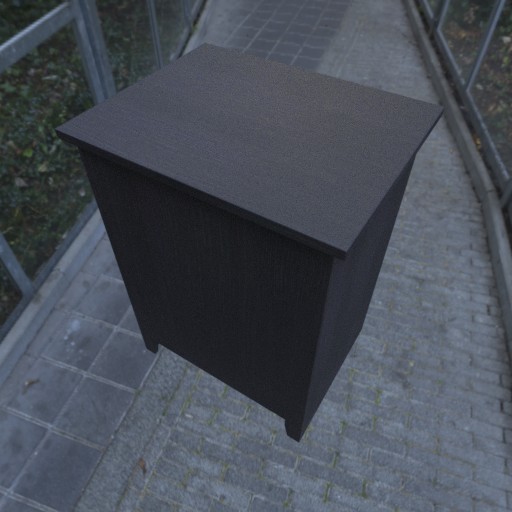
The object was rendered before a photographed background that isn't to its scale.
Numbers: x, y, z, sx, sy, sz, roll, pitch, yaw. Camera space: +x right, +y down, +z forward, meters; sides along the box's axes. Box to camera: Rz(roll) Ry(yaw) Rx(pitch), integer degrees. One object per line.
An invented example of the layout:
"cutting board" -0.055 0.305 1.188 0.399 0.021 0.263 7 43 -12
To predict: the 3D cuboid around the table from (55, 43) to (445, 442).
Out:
"table" 0.000 0.000 0.924 0.480 0.635 0.381 25 52 21
